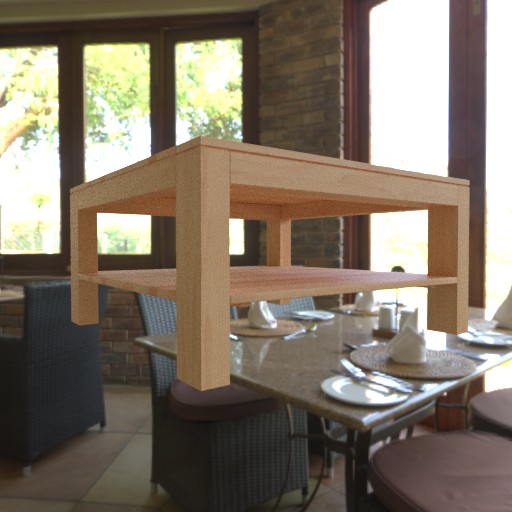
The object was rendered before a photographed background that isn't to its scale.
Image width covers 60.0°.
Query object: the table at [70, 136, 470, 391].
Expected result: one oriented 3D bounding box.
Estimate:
[{"bbox_3d":[0.000,0.000,1.407,0.900,0.450,0.900,-1,2,-36],"label":"table"}]
